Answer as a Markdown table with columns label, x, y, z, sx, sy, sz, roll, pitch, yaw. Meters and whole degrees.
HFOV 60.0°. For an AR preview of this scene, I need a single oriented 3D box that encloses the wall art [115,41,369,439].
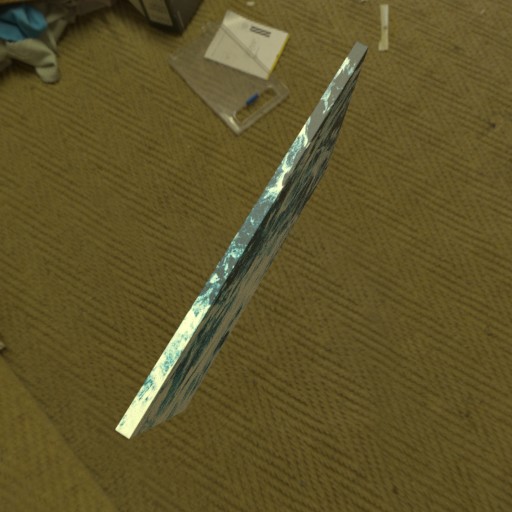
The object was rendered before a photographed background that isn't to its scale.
| label | x | y | z | sx | sy | sz | roll | pitch | yaw |
| --- | --- | --- | --- | --- | --- | --- | --- | --- | --- |
| wall art | 0.000 | 0.000 | 1.915 | 0.055 | 1.017 | 1.524 | 29 | 77 | 7 |
